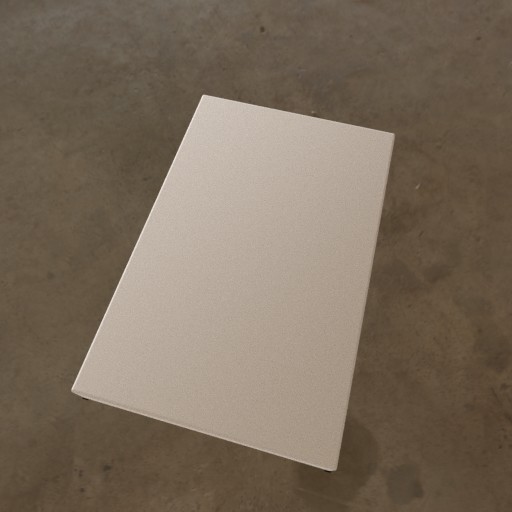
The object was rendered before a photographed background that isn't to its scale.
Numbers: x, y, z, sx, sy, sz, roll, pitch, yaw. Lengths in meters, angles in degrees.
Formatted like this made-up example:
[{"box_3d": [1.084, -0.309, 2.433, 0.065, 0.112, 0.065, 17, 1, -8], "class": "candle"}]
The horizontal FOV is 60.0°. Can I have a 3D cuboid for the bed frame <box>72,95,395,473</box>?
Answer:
[{"box_3d": [0.000, 0.000, 3.853, 1.930, 0.440, 2.987, 14, 64, 7], "class": "bed frame"}]
